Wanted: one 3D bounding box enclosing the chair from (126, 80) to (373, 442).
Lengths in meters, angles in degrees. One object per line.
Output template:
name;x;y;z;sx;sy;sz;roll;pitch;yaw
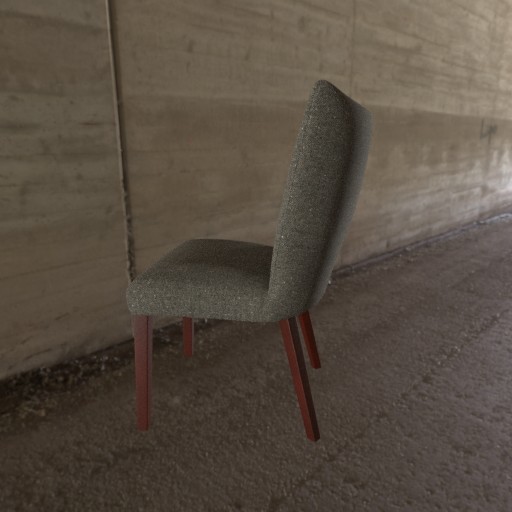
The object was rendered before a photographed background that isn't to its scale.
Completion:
chair;0.000;0.000;1.318;0.623;0.924;0.535;2;16;8
